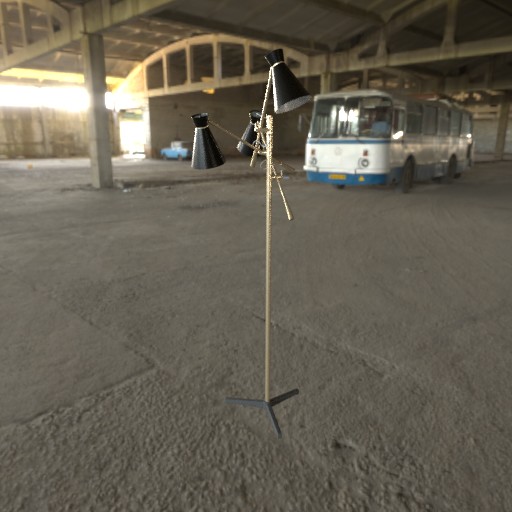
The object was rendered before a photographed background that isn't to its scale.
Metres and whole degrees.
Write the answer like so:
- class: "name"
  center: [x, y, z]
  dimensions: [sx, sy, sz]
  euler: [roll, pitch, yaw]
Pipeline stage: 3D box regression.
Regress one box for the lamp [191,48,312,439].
- class: "lamp"
  center: [0.000, 0.000, 2.203]
  dimensions: [0.653, 1.804, 0.750]
  euler: [-13, 20, -41]
